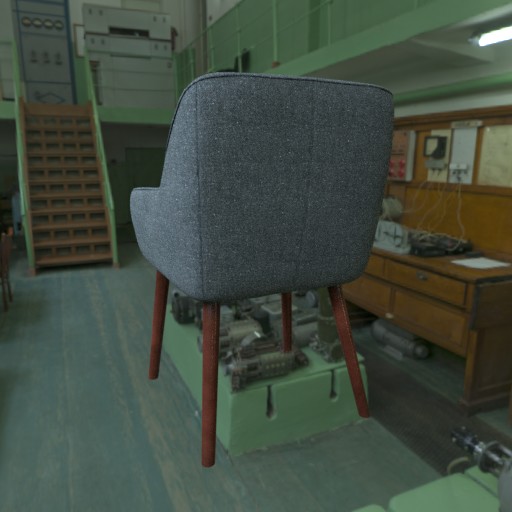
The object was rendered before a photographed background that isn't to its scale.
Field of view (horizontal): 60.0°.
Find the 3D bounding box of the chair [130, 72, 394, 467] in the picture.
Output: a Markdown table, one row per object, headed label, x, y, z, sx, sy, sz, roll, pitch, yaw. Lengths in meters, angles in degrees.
| label | x | y | z | sx | sy | sz | roll | pitch | yaw |
| --- | --- | --- | --- | --- | --- | --- | --- | --- | --- |
| chair | 0.000 | 0.000 | 1.151 | 0.543 | 0.803 | 0.519 | -6 | 14 | -25 |
